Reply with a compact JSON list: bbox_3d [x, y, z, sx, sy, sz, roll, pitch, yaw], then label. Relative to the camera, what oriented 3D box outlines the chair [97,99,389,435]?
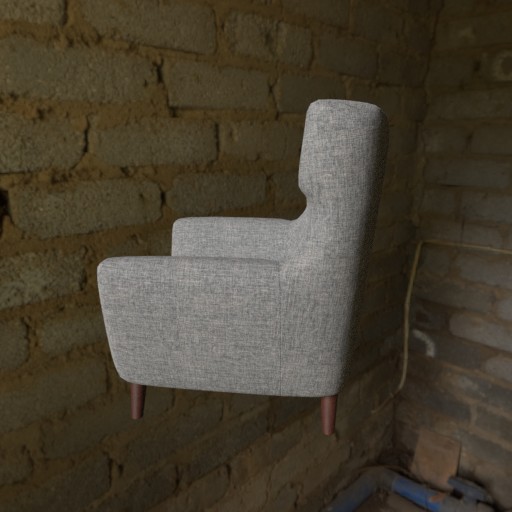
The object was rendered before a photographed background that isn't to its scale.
[{"bbox_3d":[0.000,0.000,1.701,0.904,1.063,0.878,2,14,7],"label":"chair"}]
